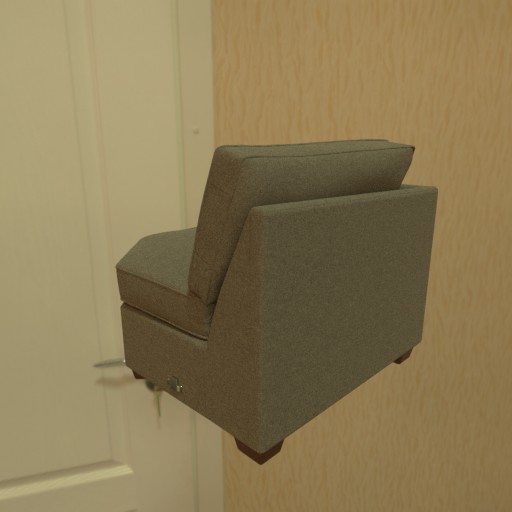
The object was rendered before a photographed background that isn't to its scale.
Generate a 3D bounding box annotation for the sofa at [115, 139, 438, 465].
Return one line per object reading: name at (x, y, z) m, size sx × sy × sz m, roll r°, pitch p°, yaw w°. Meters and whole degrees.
sofa at (0.000, 0.000, 1.855) m, size 1.050 × 0.951 × 1.042 m, roll 15°, pitch 22°, yaw 43°
